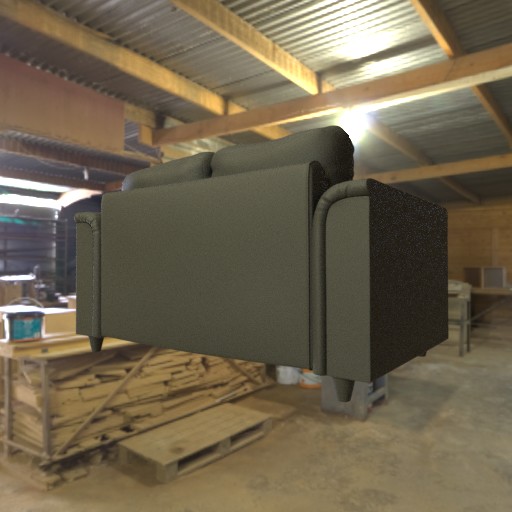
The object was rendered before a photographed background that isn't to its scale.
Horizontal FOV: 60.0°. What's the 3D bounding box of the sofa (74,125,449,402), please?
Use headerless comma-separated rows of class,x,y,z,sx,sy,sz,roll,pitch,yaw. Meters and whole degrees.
sofa,0.000,0.000,1.933,1.386,0.845,0.887,-1,-1,36
